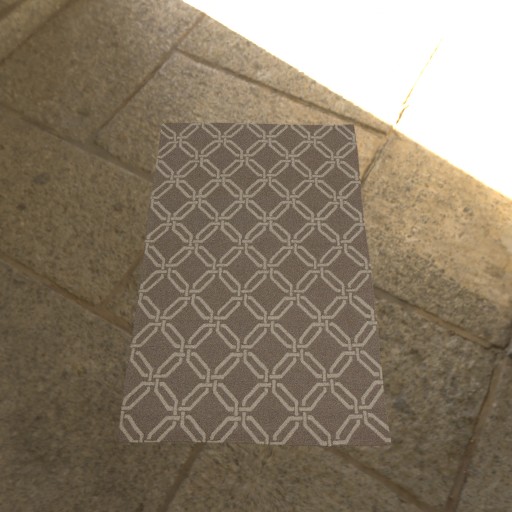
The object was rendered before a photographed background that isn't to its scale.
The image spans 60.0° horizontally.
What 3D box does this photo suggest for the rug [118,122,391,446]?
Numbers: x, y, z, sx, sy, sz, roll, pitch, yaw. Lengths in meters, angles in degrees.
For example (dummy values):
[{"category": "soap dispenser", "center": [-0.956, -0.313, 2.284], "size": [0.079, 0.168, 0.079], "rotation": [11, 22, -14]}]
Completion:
[{"category": "rug", "center": [0.000, 0.000, 2.218], "size": [1.142, 0.010, 1.748], "rotation": [0, 64, 0]}]
